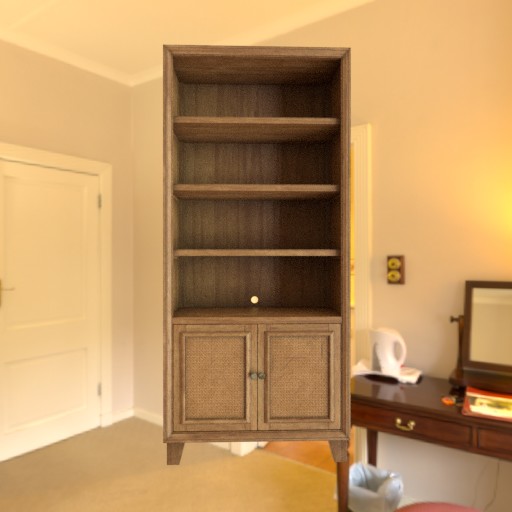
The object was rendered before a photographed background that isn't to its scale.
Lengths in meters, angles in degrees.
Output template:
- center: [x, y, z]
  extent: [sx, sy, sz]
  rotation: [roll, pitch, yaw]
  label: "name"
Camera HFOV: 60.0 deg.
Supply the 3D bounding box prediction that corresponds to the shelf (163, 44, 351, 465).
- center: [0.000, 0.000, 2.250]
  extent: [0.864, 1.930, 0.453]
  rotation: [0, 0, -2]
  label: "shelf"
